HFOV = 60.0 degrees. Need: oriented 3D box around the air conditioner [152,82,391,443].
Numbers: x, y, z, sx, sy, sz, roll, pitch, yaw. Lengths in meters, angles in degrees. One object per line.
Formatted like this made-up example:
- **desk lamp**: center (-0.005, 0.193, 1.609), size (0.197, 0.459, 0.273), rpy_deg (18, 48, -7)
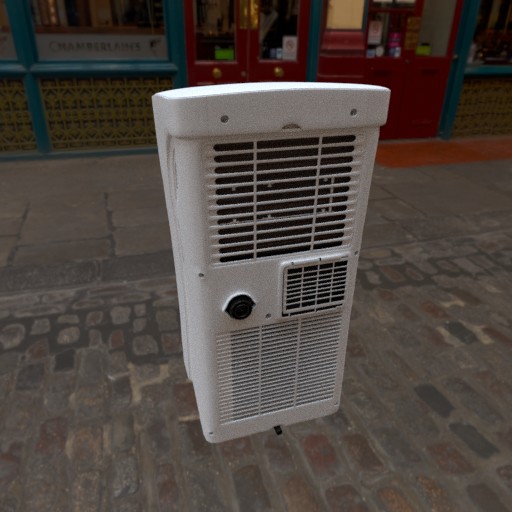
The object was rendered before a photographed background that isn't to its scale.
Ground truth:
- **air conditioner**: center (0.000, 0.000, 0.945), size (0.352, 0.716, 0.369), rpy_deg (-8, 28, -15)
